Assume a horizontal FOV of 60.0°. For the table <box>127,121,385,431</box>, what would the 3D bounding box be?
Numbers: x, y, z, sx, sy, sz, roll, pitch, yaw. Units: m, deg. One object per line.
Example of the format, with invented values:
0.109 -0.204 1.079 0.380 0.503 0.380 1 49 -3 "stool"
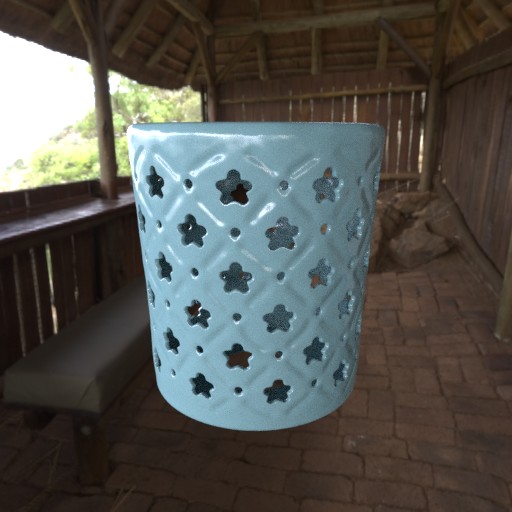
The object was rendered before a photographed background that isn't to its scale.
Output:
0.000 0.000 0.671 0.352 0.387 0.352 0 16 0 "table"
